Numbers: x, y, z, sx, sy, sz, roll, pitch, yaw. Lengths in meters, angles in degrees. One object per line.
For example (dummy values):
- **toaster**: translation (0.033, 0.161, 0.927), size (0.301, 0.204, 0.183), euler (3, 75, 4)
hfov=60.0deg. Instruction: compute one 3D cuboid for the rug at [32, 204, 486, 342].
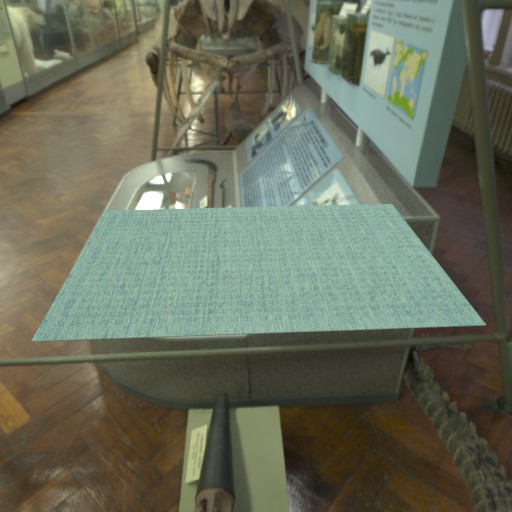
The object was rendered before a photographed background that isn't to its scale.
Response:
- **rug**: translation (0.000, 0.000, 2.878), size (2.286, 0.006, 1.522), euler (-2, 31, -3)
